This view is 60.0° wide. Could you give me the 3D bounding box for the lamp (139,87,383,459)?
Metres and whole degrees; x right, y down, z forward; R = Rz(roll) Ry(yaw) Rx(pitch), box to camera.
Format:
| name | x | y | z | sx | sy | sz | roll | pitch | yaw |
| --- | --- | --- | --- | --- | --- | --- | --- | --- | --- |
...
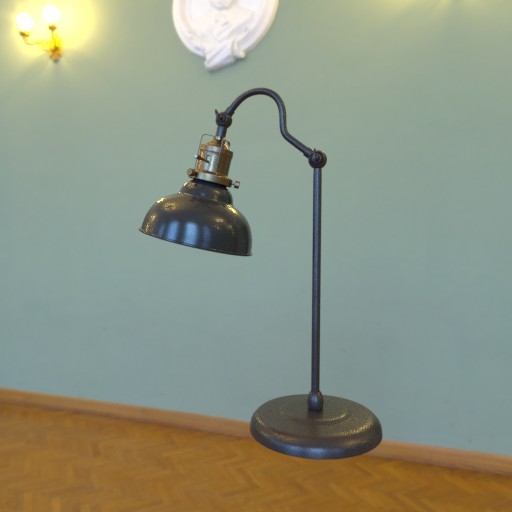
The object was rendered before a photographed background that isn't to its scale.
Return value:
| name | x | y | z | sx | sy | sz | roll | pitch | yaw |
| --- | --- | --- | --- | --- | --- | --- | --- | --- | --- |
| lamp | 0.000 | 0.000 | 0.676 | 0.374 | 0.508 | 0.192 | 0 | 1 | 17 |
